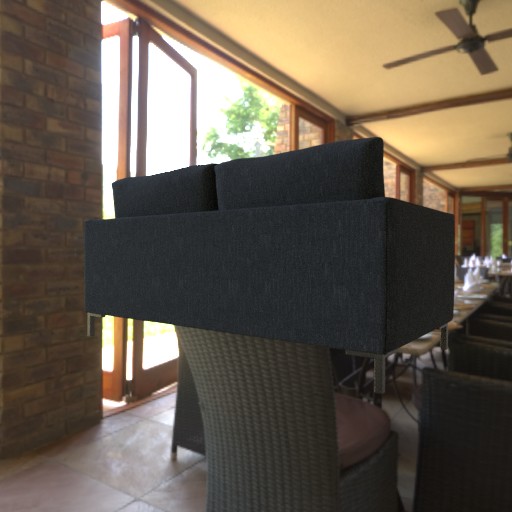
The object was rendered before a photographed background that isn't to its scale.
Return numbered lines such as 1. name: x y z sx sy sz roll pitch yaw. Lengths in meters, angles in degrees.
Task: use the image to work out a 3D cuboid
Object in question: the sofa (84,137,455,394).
1. sofa: 0.000 0.000 2.225 1.716 0.862 0.866 0 1 37
